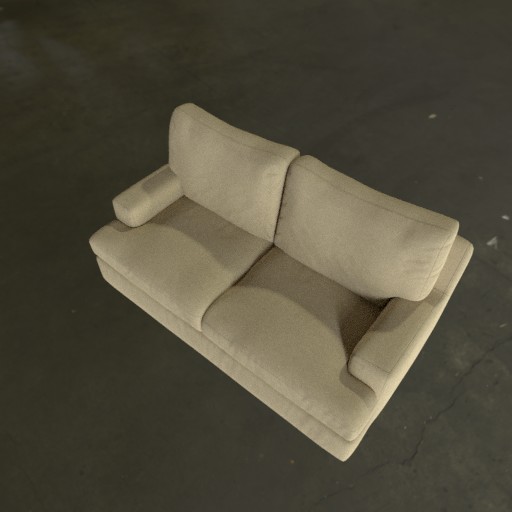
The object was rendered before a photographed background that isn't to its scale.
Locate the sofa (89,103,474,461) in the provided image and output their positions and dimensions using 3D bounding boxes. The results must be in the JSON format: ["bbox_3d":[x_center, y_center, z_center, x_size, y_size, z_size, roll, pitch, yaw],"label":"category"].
[{"bbox_3d":[0.000,0.000,2.423,1.885,0.967,0.962,31,54,25],"label":"sofa"}]
